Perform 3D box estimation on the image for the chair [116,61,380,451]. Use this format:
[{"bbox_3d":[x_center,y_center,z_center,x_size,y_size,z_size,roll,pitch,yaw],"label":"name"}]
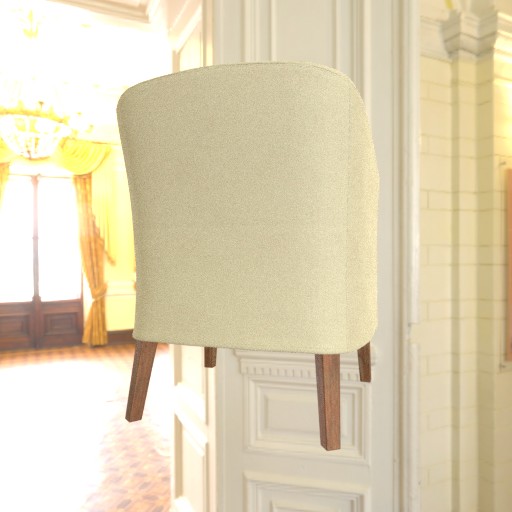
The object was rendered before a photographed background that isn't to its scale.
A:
[{"bbox_3d":[0.000,0.000,1.254,0.643,0.822,0.657,0,1,19],"label":"chair"}]
